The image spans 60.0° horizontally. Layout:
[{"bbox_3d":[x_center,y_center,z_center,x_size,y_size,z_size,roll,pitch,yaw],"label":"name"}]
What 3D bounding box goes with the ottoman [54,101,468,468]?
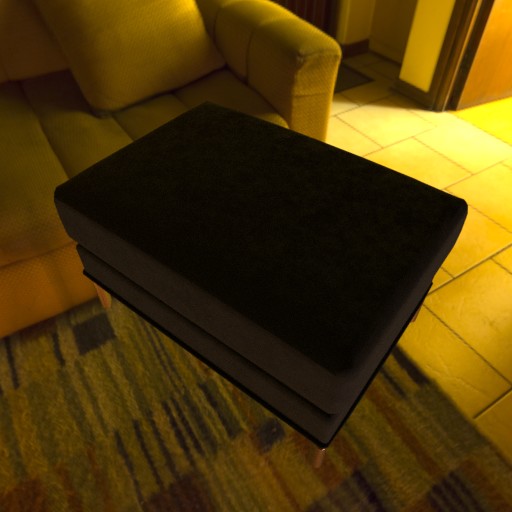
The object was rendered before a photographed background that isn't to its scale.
[{"bbox_3d":[0.000,0.000,1.191,0.835,0.498,0.587,29,53,25],"label":"ottoman"}]
